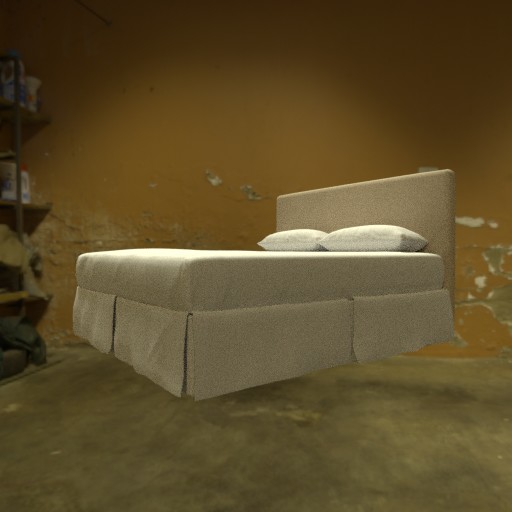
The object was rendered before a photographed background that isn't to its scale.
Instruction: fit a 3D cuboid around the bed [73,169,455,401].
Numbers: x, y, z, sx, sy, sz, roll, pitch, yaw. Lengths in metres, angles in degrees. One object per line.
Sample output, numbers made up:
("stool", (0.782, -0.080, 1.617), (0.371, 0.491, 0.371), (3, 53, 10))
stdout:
("bed", (0.000, 0.000, 3.469), (2.319, 1.317, 2.119), (0, 1, -36))
